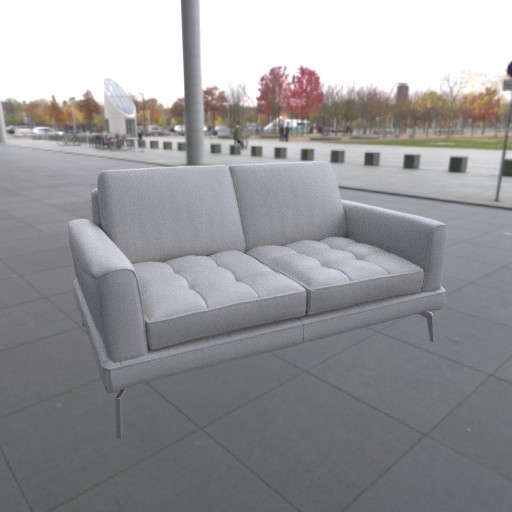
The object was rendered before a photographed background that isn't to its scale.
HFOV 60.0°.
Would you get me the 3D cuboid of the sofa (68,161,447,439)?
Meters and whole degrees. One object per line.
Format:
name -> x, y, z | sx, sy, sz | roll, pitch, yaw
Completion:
sofa -> 0.000, 0.000, 2.412 | 1.819, 0.930, 1.121 | -8, 18, -26
